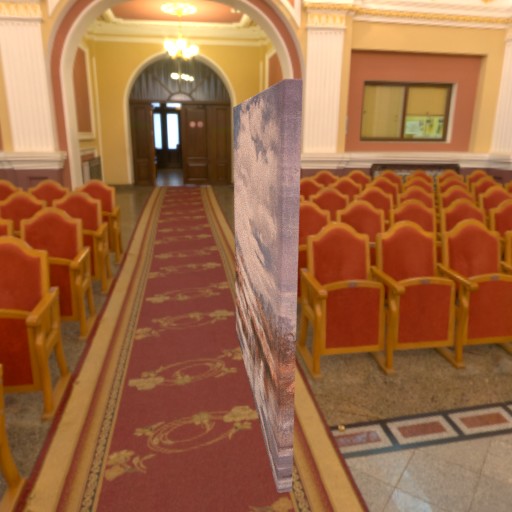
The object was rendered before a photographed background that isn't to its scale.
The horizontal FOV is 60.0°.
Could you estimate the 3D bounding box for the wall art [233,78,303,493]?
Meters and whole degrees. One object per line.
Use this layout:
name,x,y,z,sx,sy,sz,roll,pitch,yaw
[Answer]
wall art,0.000,0.000,1.514,0.040,1.020,1.010,-2,16,-8
